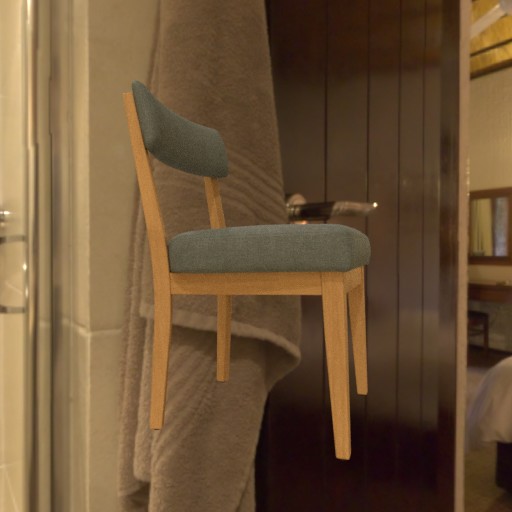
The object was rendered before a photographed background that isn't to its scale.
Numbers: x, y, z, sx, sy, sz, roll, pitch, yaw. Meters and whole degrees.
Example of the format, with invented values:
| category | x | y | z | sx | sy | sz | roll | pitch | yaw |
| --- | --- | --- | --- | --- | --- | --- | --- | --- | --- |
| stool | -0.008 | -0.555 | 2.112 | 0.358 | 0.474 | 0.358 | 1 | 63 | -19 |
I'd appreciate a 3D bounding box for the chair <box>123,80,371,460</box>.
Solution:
| category | x | y | z | sx | sy | sz | roll | pitch | yaw |
| --- | --- | --- | --- | --- | --- | --- | --- | --- | --- |
| chair | 0.000 | 0.000 | 1.195 | 0.572 | 0.832 | 0.508 | 0 | 1 | 19 |
